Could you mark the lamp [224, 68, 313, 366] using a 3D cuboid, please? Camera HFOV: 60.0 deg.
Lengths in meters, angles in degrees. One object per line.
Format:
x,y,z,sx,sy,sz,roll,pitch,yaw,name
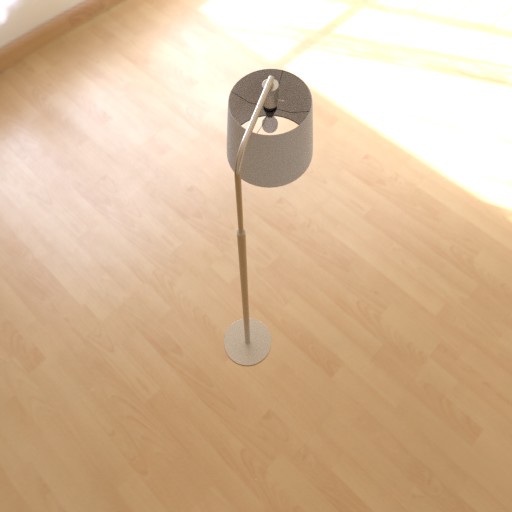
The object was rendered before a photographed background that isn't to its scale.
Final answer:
0.000,0.000,1.667,0.254,1.478,0.508,17,64,8,lamp
